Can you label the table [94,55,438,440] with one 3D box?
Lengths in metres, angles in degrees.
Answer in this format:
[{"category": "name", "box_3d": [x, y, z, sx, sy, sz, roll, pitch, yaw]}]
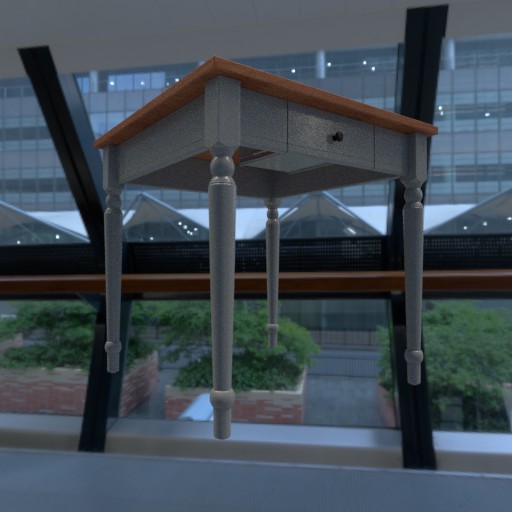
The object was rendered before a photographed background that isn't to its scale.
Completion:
[{"category": "table", "box_3d": [0.000, 0.000, 1.344, 0.747, 0.738, 0.747, 0, -1, -37]}]
